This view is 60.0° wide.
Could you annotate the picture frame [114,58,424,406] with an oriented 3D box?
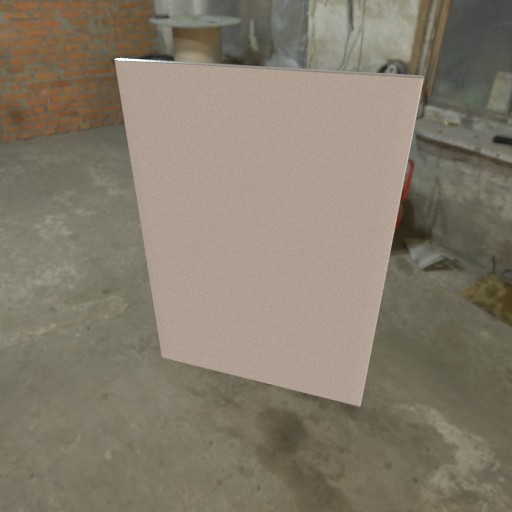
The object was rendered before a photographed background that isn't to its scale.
[{"bbox_3d":[0.000,0.000,0.670,0.381,0.534,0.012,10,34,15],"label":"picture frame"}]
